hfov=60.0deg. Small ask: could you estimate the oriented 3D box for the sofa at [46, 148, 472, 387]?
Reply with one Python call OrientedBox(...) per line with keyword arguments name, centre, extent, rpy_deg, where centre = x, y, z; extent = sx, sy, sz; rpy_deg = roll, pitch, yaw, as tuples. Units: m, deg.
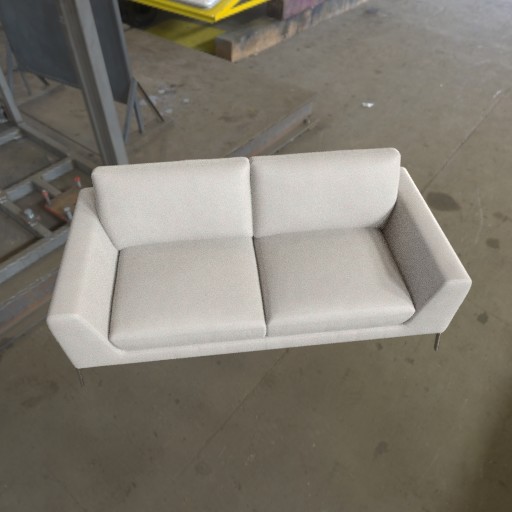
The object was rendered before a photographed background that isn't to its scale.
OrientedBox(name="sofa", centre=(0.000, 0.000, 2.486), extent=(2.017, 0.875, 0.953), rpy_deg=(-5, 47, -4))
